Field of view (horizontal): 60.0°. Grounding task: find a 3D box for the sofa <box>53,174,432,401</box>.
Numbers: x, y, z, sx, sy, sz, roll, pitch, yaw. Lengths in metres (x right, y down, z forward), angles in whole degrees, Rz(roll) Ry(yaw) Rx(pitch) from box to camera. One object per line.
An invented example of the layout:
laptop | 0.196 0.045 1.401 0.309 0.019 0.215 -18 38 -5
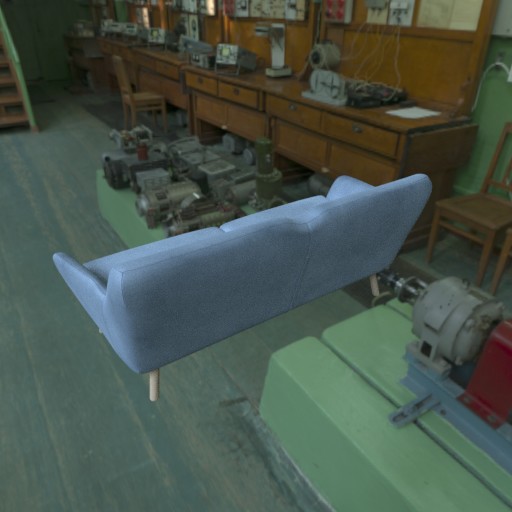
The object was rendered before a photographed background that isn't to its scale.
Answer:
sofa | 0.000 0.000 2.378 1.870 0.810 0.850 -19 36 -29
